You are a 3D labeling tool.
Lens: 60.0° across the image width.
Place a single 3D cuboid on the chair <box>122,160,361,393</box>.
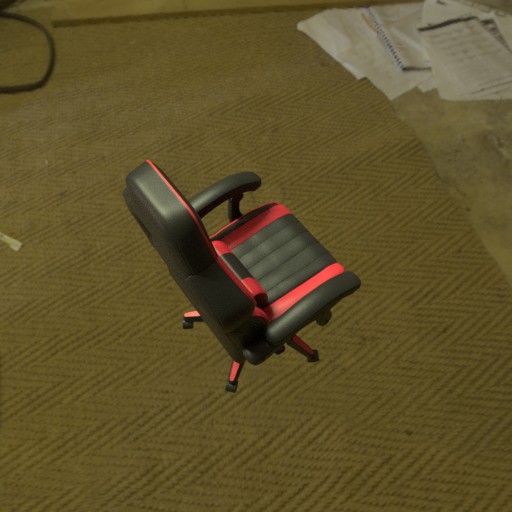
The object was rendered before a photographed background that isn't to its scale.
[{"bbox_3d":[0.000,0.000,1.691,0.700,1.220,0.700,-32,64,-18],"label":"chair"}]
